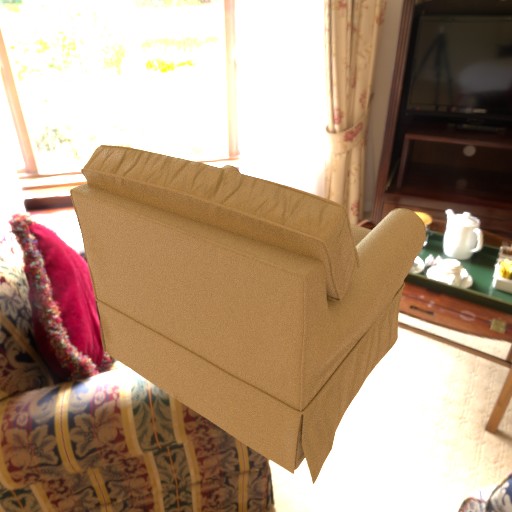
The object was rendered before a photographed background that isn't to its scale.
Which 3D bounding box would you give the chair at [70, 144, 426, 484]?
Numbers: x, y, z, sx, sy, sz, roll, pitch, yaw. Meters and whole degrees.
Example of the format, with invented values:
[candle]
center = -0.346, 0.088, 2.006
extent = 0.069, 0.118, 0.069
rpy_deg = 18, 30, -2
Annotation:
[chair]
center = 0.000, 0.000, 1.780
extent = 1.096, 0.937, 0.903
rpy_deg = 20, 36, 31
